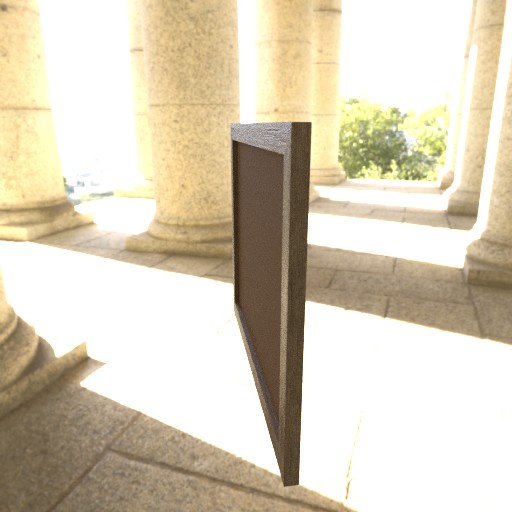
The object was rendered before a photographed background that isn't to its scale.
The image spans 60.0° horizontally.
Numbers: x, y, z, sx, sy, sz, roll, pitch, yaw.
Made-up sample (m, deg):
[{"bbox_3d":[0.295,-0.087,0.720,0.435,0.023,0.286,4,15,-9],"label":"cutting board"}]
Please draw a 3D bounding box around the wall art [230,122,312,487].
[{"bbox_3d":[0.000,0.000,0.931,0.026,0.535,0.690,-3,17,-9],"label":"wall art"}]
